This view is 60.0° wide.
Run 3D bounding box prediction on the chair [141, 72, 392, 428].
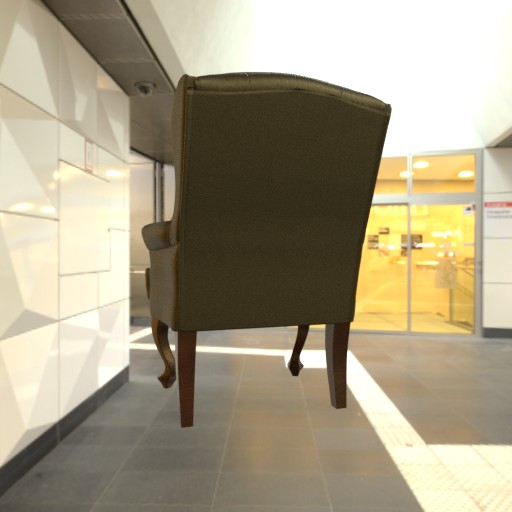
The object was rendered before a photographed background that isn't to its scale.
[{"bbox_3d":[0.000,0.000,1.699,0.831,1.133,0.822,0,0,-18],"label":"chair"}]
